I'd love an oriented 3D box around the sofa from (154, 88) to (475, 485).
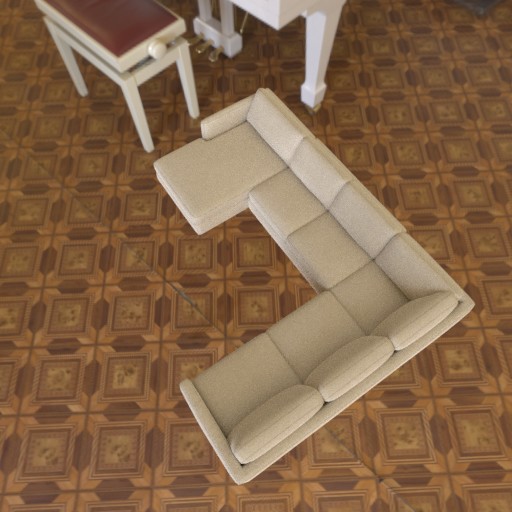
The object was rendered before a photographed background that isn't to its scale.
[{"bbox_3d":[0.000,0.000,4.399,2.551,0.853,3.238,-31,67,-15],"label":"sofa"}]
